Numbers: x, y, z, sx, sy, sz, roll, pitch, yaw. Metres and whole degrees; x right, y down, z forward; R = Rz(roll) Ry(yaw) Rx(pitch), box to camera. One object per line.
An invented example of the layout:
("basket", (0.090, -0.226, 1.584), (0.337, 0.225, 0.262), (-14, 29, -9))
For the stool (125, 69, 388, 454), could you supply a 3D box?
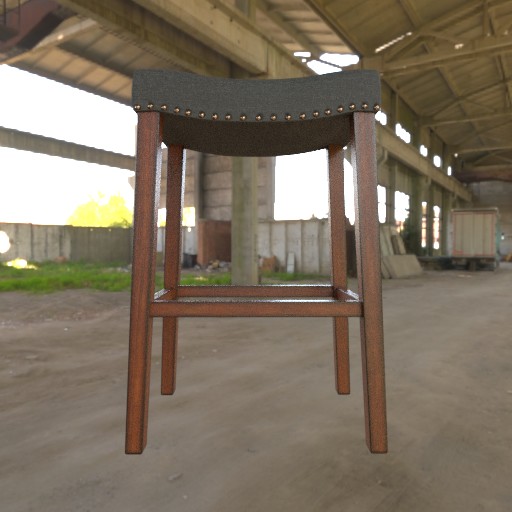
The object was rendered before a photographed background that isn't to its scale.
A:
("stool", (0.000, 0.000, 1.016), (0.502, 0.748, 0.366), (0, 2, 0))
